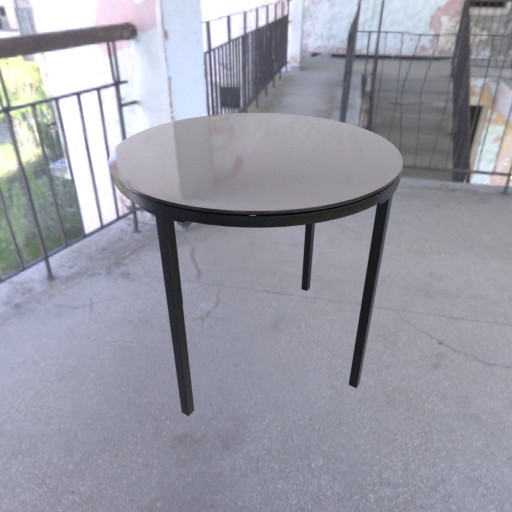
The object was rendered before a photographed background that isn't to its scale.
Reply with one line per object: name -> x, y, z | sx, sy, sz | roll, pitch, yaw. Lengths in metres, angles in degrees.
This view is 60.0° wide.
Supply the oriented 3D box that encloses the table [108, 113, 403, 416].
table -> 0.000, 0.000, 0.895 | 0.499, 0.443, 0.499 | 0, 32, 0
